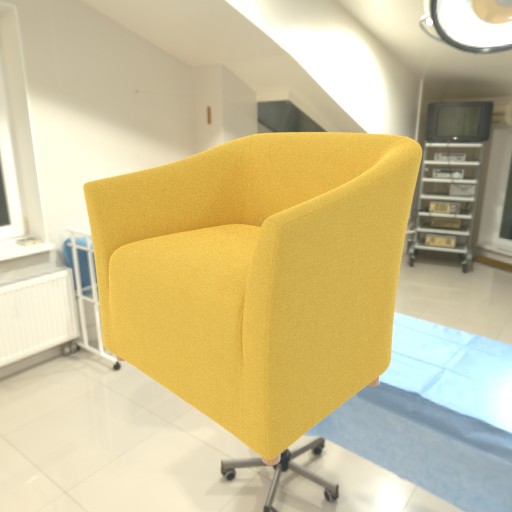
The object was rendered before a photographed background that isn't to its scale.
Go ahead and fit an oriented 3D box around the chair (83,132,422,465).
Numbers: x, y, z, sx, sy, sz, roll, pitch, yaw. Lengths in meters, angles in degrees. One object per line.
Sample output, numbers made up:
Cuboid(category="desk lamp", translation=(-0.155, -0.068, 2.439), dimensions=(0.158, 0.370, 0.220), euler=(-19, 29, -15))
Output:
Cuboid(category="chair", translation=(0.000, 0.000, 1.346), dimensions=(0.790, 0.720, 0.700), euler=(15, 22, 42))
